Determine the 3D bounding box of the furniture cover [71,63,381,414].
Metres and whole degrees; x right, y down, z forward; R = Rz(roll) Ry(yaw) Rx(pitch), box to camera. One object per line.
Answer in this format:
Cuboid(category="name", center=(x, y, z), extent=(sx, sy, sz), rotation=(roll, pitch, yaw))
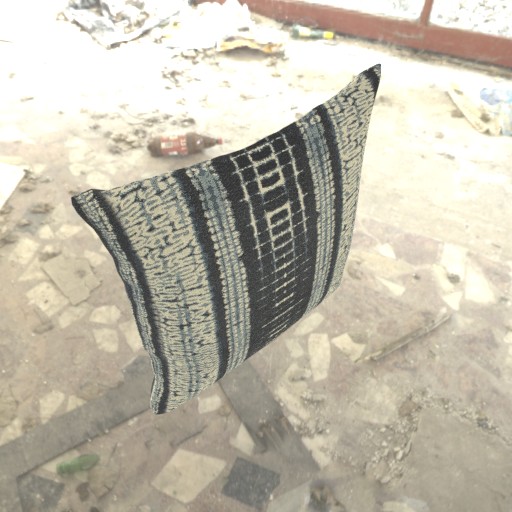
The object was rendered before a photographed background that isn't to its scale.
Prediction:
Cuboid(category="furniture cover", center=(0.000, 0.000, 0.634), extent=(0.425, 0.435, 0.133), rotation=(-32, 54, -27))
